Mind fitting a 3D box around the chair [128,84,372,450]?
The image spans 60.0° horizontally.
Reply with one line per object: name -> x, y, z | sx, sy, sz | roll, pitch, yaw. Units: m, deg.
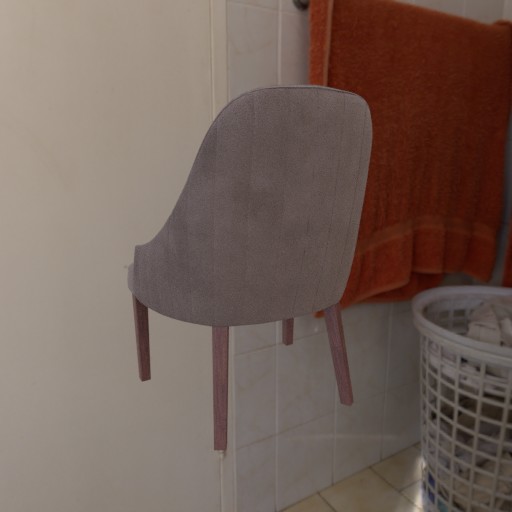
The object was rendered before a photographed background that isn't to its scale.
chair -> 0.000, 0.000, 1.310 | 0.643, 0.889, 0.575 | -7, 15, -28
